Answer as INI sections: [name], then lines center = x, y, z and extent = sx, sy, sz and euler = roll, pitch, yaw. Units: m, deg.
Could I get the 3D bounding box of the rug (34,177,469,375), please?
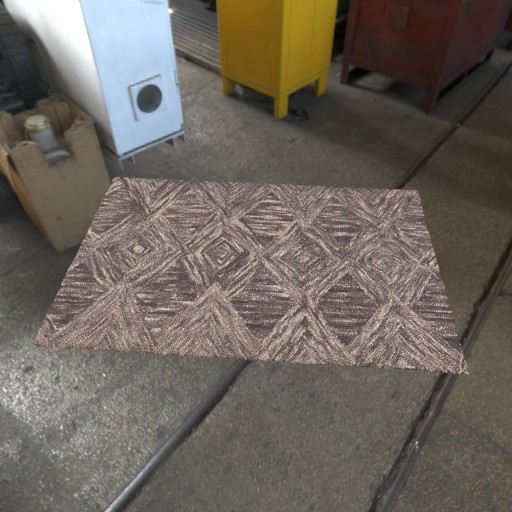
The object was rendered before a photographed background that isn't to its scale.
[rug]
center = 0.000, 0.000, 2.232
extent = 1.814, 0.012, 1.186
euler = 3, 46, 3
